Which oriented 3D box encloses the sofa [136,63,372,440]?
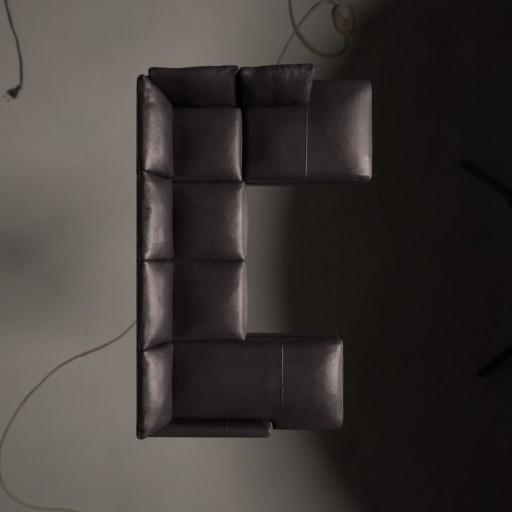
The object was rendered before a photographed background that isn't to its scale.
[{"bbox_3d":[0.000,0.000,3.763,1.939,0.900,2.956,0,90,1],"label":"sofa"}]
